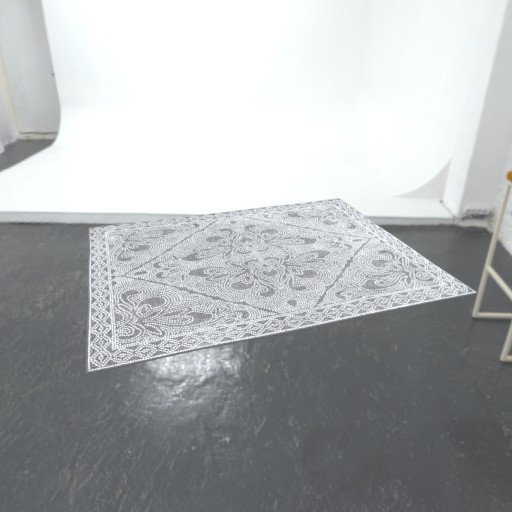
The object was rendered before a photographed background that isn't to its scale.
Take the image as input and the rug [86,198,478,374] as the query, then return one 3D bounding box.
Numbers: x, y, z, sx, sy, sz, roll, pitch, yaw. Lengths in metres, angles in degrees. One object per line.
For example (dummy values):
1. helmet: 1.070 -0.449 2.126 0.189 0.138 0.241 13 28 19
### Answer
1. rug: 0.000 0.000 4.209 3.048 0.012 2.438 -8 28 -16
